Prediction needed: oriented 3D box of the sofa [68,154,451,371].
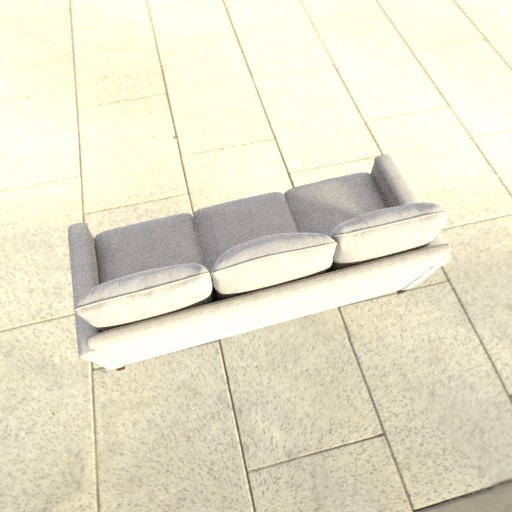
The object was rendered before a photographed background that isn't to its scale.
[{"bbox_3d":[0.000,0.000,2.483,1.925,0.959,0.828,-14,61,-8],"label":"sofa"}]
